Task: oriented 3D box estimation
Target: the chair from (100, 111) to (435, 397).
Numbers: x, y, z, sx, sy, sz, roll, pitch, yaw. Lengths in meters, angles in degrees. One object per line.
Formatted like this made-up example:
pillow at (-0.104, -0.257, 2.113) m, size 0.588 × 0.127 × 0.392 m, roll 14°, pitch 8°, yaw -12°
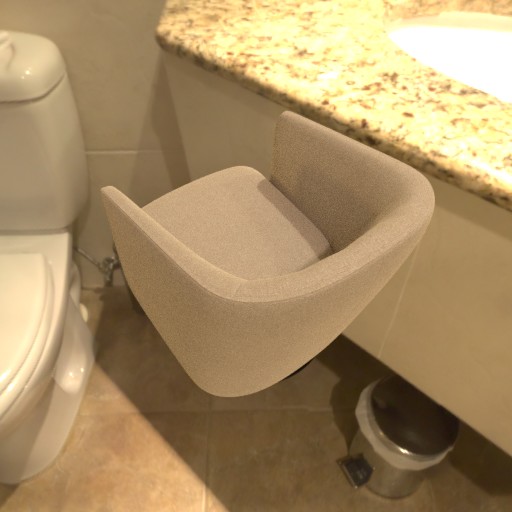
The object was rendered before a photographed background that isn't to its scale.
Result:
chair at (0.000, 0.000, 1.622) m, size 0.822 × 0.861 × 0.986 m, roll -30°, pitch 54°, yaw -25°
